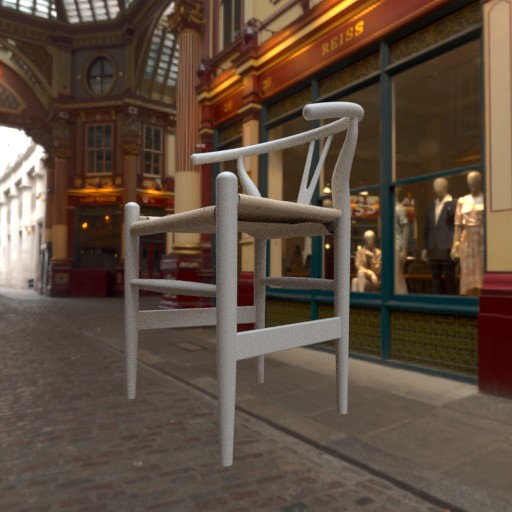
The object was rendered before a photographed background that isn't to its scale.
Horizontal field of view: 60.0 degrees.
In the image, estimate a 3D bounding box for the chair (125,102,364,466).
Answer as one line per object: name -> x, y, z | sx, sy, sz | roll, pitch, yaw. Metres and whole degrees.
chair -> 0.000, 0.000, 1.103 | 0.500, 0.736, 0.533 | 1, -1, -36
